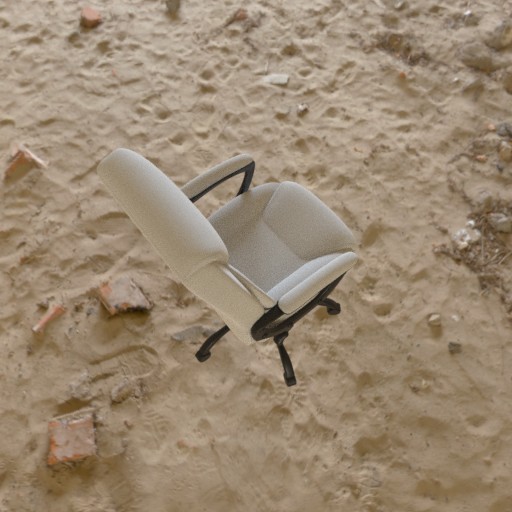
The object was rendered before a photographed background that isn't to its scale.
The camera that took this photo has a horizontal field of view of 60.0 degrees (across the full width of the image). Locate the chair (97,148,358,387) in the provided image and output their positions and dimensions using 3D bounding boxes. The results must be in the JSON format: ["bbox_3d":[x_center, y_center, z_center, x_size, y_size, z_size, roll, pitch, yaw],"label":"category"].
[{"bbox_3d":[0.000,0.000,1.490,0.669,1.065,0.663,-34,65,-19],"label":"chair"}]
